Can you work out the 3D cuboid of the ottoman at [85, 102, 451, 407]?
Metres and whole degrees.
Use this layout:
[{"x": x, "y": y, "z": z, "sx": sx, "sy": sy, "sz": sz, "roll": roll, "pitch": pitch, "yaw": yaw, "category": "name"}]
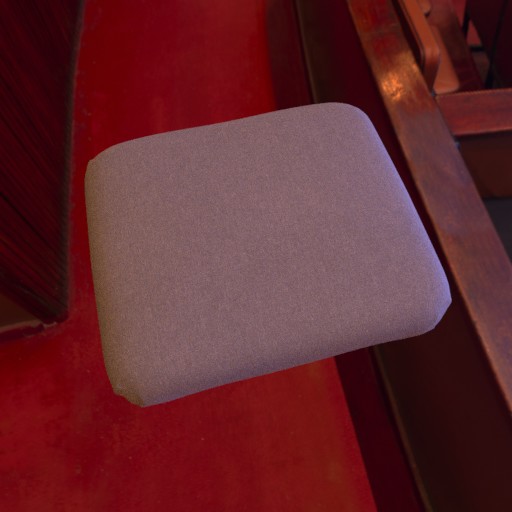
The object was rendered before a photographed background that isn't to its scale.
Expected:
[{"x": 0.000, "y": 0.000, "z": 1.129, "sx": 0.747, "sy": 0.450, "sz": 0.622, "roll": -13, "pitch": 65, "yaw": -6, "category": "ottoman"}]
